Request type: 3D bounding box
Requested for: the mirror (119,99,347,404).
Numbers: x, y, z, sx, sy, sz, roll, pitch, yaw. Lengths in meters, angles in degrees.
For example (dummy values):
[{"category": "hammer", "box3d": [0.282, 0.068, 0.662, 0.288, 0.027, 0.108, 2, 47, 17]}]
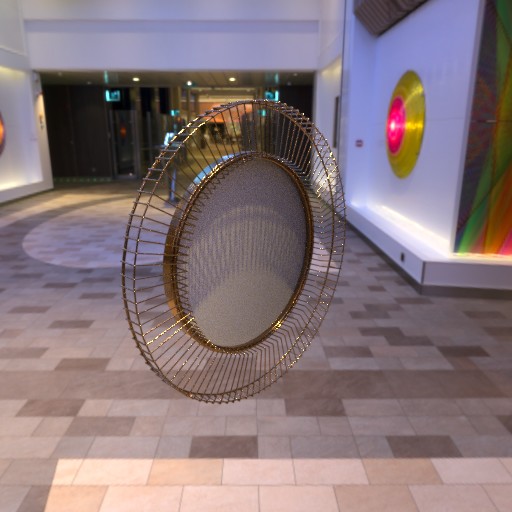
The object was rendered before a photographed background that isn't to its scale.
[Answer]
[{"category": "mirror", "box3d": [0.000, 0.000, 1.058, 0.067, 0.703, 0.703, 14, 21, 41]}]
